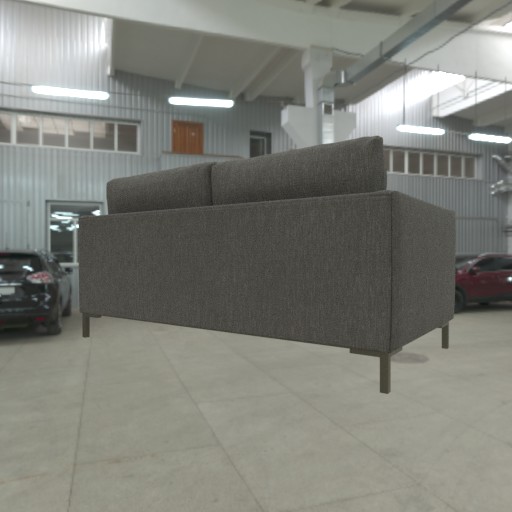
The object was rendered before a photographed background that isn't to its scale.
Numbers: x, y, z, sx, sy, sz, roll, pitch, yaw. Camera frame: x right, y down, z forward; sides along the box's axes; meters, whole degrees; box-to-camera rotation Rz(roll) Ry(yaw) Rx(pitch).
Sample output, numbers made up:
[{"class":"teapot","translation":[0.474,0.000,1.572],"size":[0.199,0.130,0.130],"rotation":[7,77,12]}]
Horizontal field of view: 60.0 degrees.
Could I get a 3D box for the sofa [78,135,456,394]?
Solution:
[{"class":"sofa","translation":[0.000,0.000,2.167],"size":[1.682,0.840,0.875],"rotation":[0,0,36]}]
